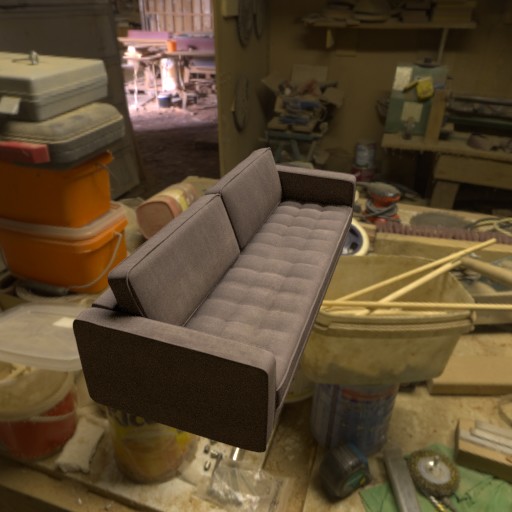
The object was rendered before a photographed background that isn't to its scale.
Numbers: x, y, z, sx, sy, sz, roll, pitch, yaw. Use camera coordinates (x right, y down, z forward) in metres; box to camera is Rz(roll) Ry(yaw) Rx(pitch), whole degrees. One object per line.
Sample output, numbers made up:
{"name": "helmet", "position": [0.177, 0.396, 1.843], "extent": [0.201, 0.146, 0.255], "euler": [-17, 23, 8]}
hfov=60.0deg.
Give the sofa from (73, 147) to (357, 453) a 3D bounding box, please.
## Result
{"name": "sofa", "position": [0.000, 0.000, 2.781], "extent": [0.923, 0.813, 2.295], "euler": [10, 32, 17]}
